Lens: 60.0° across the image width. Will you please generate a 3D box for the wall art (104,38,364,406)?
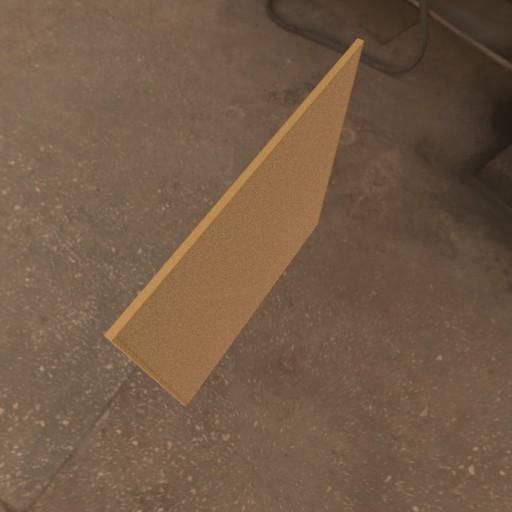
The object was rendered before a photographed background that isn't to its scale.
[{"bbox_3d":[0.000,0.000,0.967,0.014,0.655,0.657,32,68,14],"label":"wall art"}]
